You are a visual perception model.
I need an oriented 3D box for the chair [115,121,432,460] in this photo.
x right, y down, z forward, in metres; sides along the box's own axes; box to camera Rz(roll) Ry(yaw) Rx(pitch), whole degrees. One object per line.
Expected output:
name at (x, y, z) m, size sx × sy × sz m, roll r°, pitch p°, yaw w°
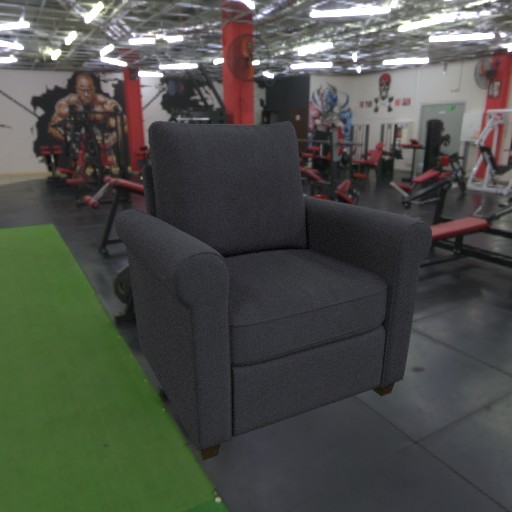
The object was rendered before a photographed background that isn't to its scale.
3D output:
chair at (0.000, 0.000, 1.616) m, size 0.867 × 0.942 × 0.828 m, roll -9°, pitch 19°, yaw -26°
